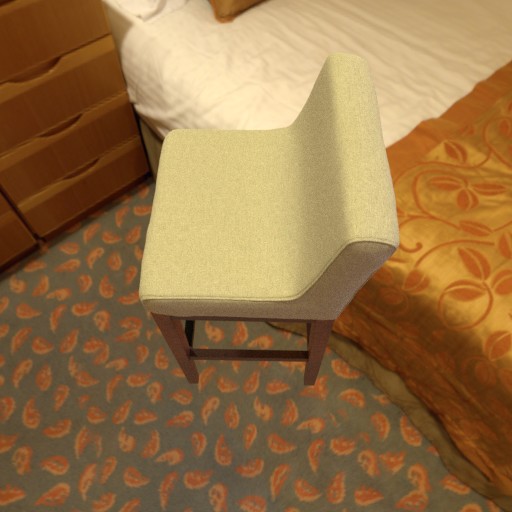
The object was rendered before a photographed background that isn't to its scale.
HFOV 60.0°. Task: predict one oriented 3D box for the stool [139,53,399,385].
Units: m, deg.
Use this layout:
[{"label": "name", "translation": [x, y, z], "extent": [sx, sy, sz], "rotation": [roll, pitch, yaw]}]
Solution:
[{"label": "stool", "translation": [0.000, 0.000, 1.239], "extent": [0.500, 0.937, 0.511], "rotation": [1, 59, 1]}]
